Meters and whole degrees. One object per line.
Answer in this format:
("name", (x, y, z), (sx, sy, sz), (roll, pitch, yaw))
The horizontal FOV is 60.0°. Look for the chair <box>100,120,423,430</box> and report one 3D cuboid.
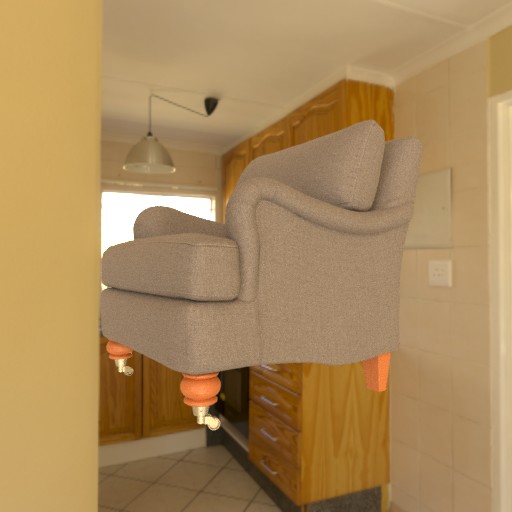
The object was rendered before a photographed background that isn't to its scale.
("chair", (0.000, 0.000, 1.850), (1.070, 1.038, 0.955), (1, -1, -35))
